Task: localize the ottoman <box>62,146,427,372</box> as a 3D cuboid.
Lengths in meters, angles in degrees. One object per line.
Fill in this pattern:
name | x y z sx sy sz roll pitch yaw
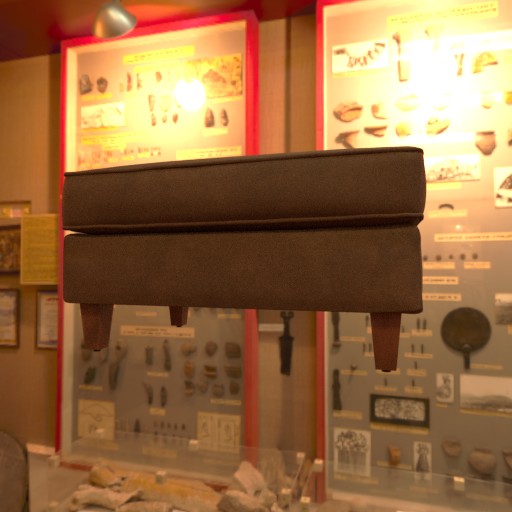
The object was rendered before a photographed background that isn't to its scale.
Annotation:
ottoman | 0.000 0.000 1.222 0.860 0.481 0.596 0 -1 18
